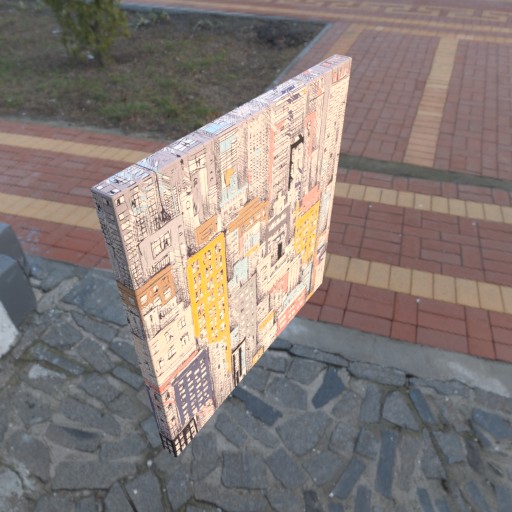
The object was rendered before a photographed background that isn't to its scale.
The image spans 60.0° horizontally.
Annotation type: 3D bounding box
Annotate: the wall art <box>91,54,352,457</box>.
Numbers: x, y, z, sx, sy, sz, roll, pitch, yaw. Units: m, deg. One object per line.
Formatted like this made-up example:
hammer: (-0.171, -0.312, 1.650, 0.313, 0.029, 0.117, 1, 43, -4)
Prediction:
wall art: (0.000, 0.000, 1.097, 0.048, 0.762, 0.761, 24, 46, 26)
